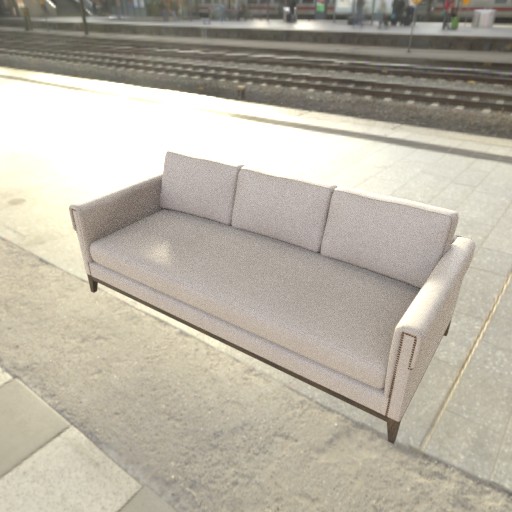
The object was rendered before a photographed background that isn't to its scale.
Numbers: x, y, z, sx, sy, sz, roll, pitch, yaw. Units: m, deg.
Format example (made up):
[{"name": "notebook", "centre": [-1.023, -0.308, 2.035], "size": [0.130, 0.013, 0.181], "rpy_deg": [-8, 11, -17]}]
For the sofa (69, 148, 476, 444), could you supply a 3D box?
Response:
[{"name": "sofa", "centre": [0.000, 0.000, 2.674], "size": [2.210, 0.838, 0.959], "rpy_deg": [19, 35, 30]}]
